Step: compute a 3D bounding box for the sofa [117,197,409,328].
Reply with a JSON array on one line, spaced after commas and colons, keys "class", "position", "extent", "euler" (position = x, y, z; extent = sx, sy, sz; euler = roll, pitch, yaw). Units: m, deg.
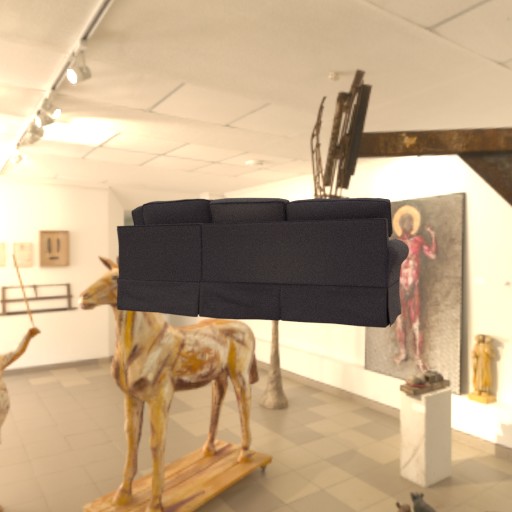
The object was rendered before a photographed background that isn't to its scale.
[{"class": "sofa", "position": [0.000, 0.000, 5.057], "extent": [2.874, 1.169, 3.773], "euler": [0, 1, -35]}]
